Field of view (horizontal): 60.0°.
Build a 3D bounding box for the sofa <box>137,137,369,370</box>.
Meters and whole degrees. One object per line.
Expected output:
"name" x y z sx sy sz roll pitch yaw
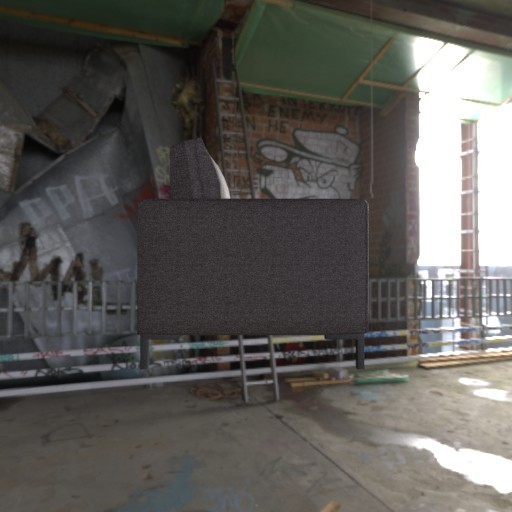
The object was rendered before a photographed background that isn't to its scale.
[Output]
"sofa" 0.000 0.000 2.720 0.876 0.882 2.253 0 -1 0
